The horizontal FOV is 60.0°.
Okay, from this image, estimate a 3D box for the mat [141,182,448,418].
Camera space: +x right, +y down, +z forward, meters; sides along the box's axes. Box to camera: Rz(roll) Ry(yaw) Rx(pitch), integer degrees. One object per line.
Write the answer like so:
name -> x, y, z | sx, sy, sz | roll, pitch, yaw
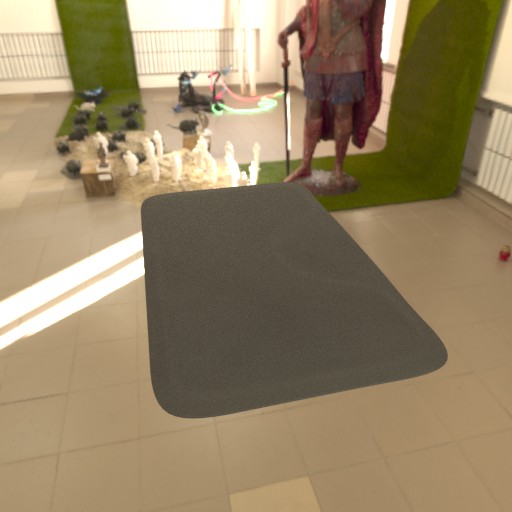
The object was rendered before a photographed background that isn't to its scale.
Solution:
mat -> 0.000, 0.000, 1.859 | 0.918, 0.013, 1.524 | -7, 32, -12
